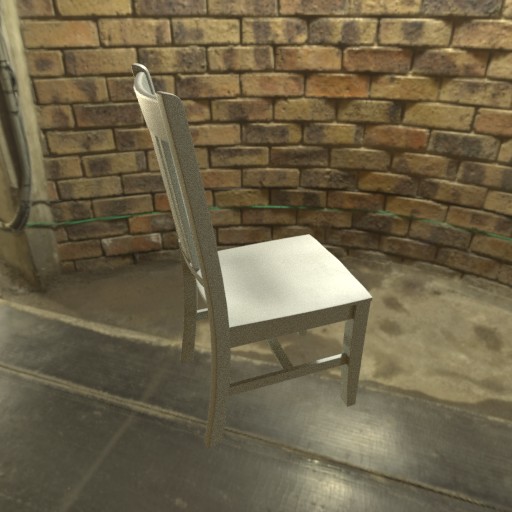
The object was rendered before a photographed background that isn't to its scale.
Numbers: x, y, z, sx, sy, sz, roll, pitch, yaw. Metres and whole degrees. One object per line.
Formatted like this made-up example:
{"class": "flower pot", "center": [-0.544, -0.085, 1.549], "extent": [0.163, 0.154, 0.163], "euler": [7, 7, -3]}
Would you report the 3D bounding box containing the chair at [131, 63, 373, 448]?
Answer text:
{"class": "chair", "center": [0.000, 0.000, 1.277], "extent": [0.555, 0.998, 0.450], "euler": [-10, 32, -17]}
